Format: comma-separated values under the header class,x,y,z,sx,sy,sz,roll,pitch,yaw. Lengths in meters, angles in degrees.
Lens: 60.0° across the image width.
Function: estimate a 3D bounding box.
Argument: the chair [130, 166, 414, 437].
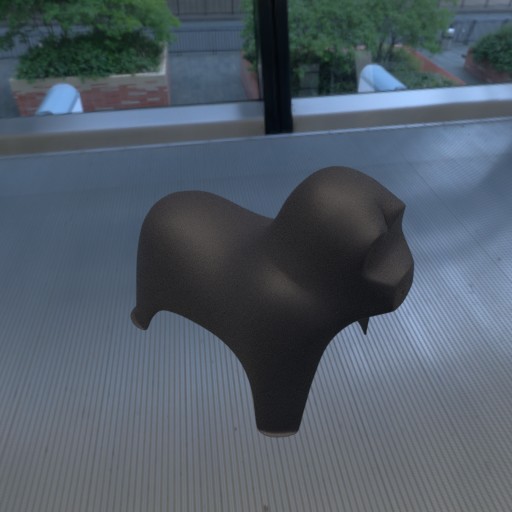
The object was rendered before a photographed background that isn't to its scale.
class,x,y,z,sx,sy,sz,roll,pitch,yaw
chair,0.000,0.000,1.129,0.758,0.600,0.490,25,45,27
